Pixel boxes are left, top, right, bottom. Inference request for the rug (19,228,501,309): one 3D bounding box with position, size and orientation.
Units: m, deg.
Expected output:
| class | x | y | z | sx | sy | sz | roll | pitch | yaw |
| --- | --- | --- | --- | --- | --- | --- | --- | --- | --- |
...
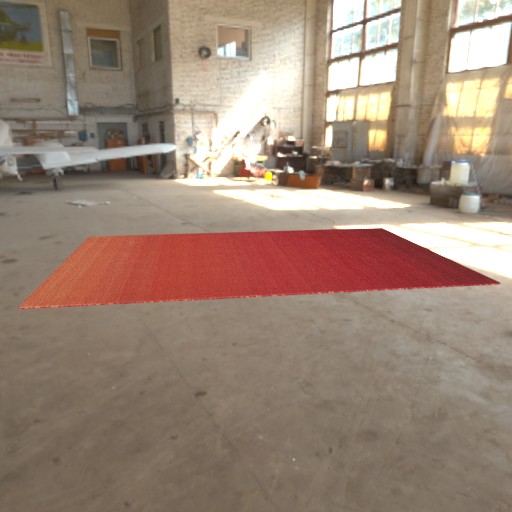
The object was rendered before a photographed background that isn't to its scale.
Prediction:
| class | x | y | z | sx | sy | sz | roll | pitch | yaw |
| --- | --- | --- | --- | --- | --- | --- | --- | --- | --- |
| rug | 0.000 | 0.000 | 2.939 | 2.442 | 0.010 | 1.531 | -2 | 15 | -8 |
